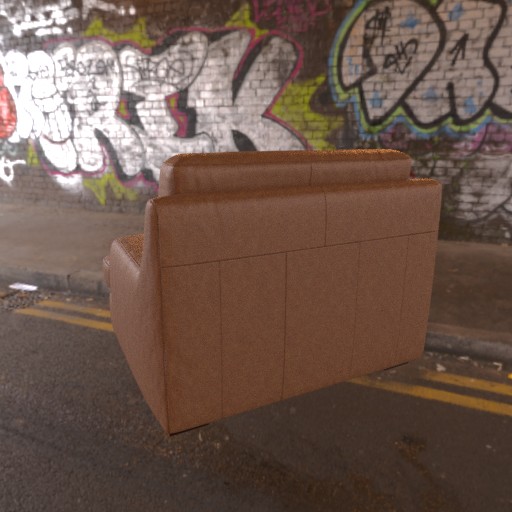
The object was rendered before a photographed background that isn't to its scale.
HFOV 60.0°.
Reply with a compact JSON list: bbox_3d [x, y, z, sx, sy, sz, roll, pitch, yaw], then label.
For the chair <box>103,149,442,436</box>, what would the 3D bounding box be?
[{"bbox_3d":[0.000,0.000,2.053,1.276,0.978,1.050,-8,18,-26],"label":"chair"}]
